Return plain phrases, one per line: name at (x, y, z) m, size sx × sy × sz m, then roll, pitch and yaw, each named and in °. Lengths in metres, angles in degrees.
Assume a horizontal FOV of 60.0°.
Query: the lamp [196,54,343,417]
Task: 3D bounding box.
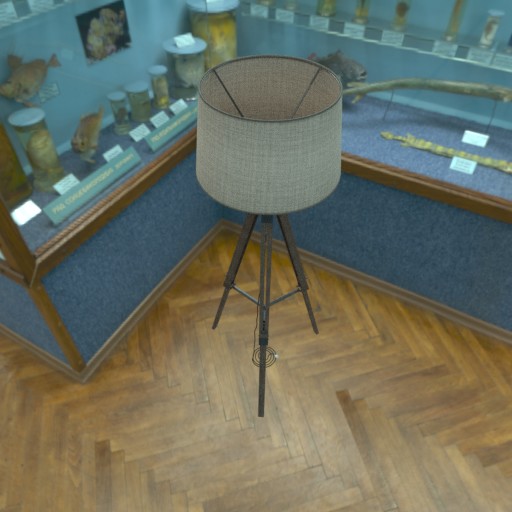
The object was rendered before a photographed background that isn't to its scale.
lamp at (0.000, 0.000, 1.861) m, size 0.587 × 1.510 × 0.604 m, roll 24°, pitch 51°, yaw 21°
